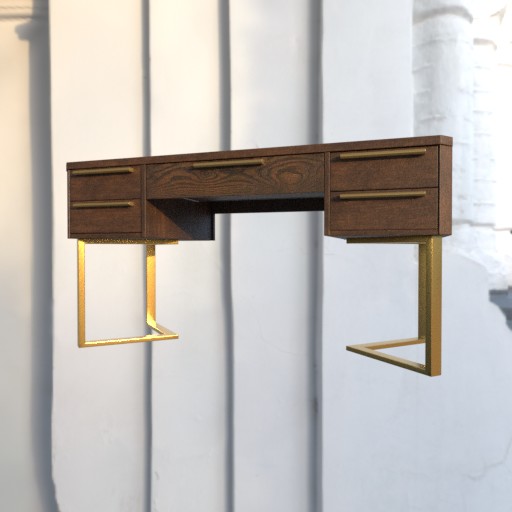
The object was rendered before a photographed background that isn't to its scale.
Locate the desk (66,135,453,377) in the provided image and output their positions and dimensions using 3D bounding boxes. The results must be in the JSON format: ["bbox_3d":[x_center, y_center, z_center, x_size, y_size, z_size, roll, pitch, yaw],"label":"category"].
[{"bbox_3d":[0.000,0.000,1.891,1.479,0.762,0.684,0,1,18],"label":"desk"}]
